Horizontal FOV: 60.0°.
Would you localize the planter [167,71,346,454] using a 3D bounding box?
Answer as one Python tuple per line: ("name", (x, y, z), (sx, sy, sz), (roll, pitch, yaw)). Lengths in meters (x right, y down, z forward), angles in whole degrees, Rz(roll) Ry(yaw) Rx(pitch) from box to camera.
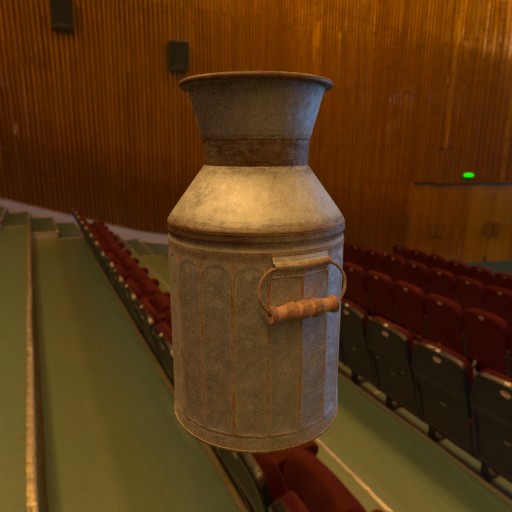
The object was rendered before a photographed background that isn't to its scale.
("planter", (0.000, 0.000, 0.541), (0.214, 0.396, 0.245), (-7, 16, -26))
